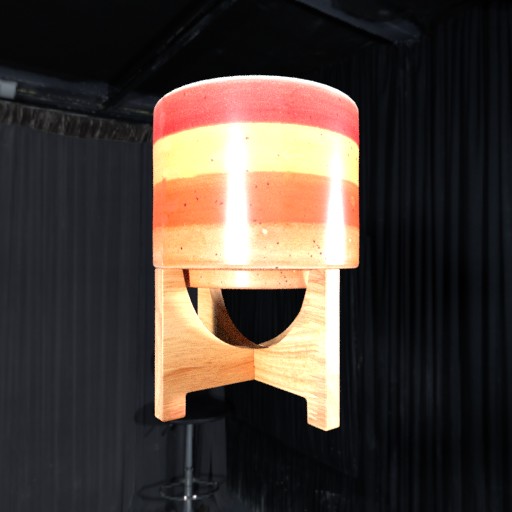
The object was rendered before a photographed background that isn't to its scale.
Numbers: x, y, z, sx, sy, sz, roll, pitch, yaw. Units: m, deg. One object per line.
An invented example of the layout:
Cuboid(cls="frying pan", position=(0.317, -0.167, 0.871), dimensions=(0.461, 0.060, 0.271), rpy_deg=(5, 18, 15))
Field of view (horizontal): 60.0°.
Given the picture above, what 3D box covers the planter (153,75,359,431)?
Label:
Cuboid(cls="planter", position=(0.000, 0.000, 0.422), dimensions=(0.199, 0.268, 0.199), rpy_deg=(0, -1, 0))
